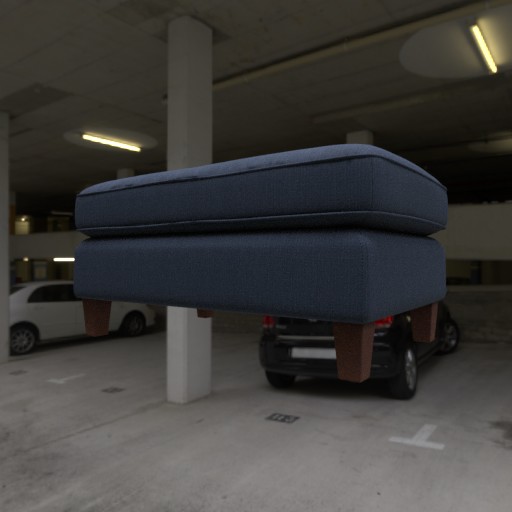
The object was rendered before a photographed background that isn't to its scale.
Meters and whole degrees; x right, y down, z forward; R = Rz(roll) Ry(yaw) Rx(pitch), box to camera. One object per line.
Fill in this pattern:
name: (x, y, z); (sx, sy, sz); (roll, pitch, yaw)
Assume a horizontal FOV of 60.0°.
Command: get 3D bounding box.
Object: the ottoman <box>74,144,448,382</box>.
ottoman: (0.000, 0.000, 1.196); (0.885, 0.438, 0.570); (0, 0, 36)
